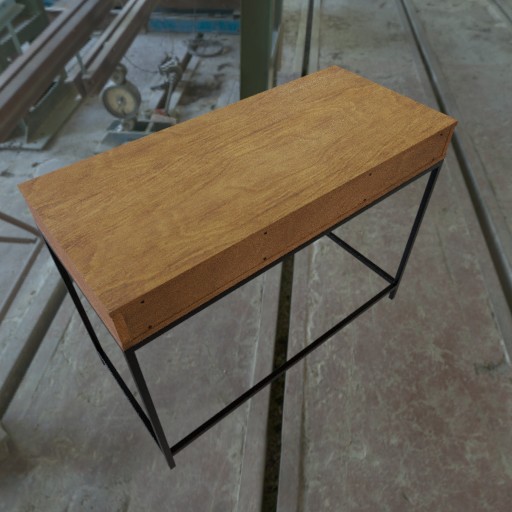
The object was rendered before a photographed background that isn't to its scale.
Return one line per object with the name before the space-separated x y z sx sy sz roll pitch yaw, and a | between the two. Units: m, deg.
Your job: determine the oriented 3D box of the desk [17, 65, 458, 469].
desk | 0.000 0.000 1.366 1.016 0.762 0.470 -30 53 -26
